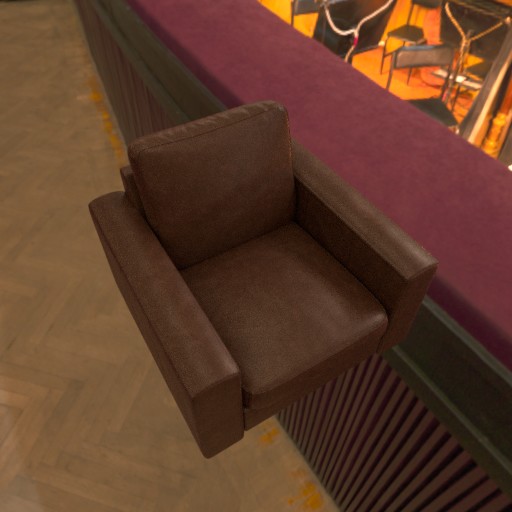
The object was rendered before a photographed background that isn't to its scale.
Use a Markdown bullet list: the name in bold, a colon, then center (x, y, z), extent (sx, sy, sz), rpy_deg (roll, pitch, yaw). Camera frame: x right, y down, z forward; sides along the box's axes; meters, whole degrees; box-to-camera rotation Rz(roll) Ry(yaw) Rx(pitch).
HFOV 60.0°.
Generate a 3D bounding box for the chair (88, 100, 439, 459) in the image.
- **chair**: center (0.000, 0.000, 1.779), extent (1.005, 0.873, 1.016), rpy_deg (-24, 52, -20)
